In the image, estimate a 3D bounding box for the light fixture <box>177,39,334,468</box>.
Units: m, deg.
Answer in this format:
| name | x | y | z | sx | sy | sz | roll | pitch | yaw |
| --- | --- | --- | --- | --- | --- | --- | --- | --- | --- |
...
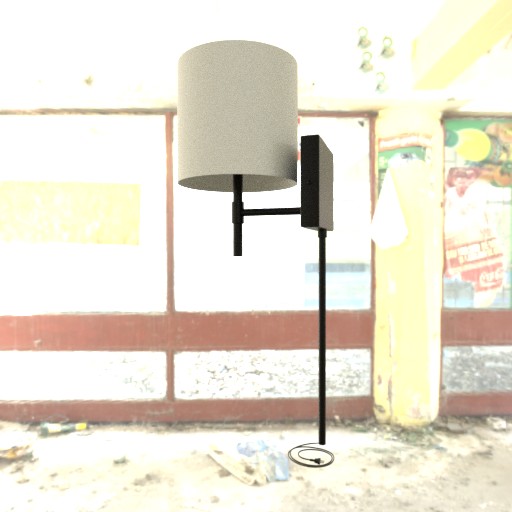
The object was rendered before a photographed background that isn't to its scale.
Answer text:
| name | x | y | z | sx | sy | sz | roll | pitch | yaw |
| --- | --- | --- | --- | --- | --- | --- | --- | --- | --- |
| light fixture | 0.000 | 0.000 | 0.688 | 0.248 | 0.589 | 0.188 | 0 | 0 | 19 |
